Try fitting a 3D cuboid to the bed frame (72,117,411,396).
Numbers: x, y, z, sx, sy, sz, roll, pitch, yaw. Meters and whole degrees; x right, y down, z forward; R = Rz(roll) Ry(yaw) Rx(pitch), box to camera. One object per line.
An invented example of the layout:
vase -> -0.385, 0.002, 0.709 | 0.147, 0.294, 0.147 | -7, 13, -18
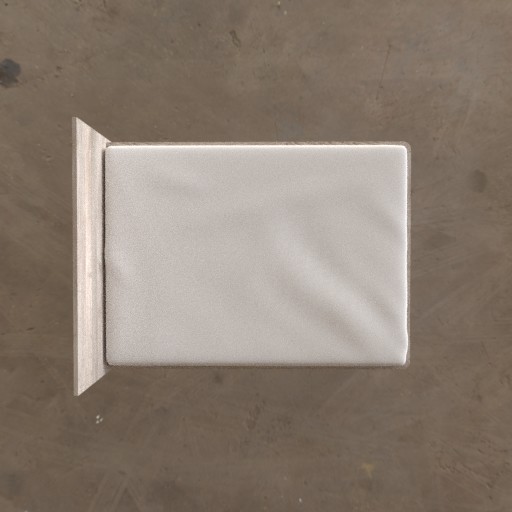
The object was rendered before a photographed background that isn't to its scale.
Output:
bed frame -> 0.000, 0.000, 2.760 | 1.950, 0.800, 1.490 | 0, 91, 1
